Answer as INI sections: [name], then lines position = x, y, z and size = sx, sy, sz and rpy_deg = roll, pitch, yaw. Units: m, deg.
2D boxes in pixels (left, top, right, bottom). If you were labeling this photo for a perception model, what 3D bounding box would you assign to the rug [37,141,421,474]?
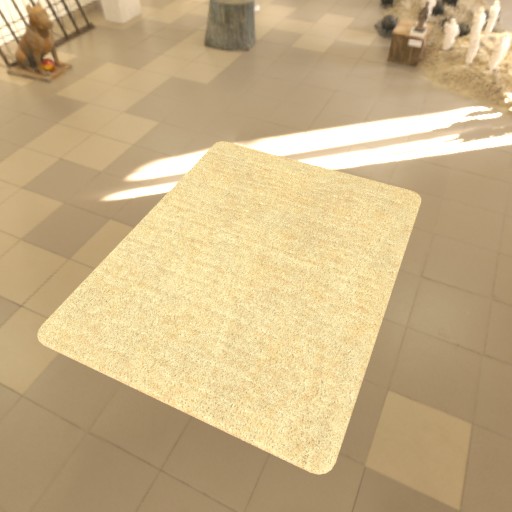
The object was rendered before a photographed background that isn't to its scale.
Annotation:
[rug]
position = 0.000, 0.000, 3.334
size = 2.009, 0.048, 2.528
rpy_deg = 19, 50, 17
